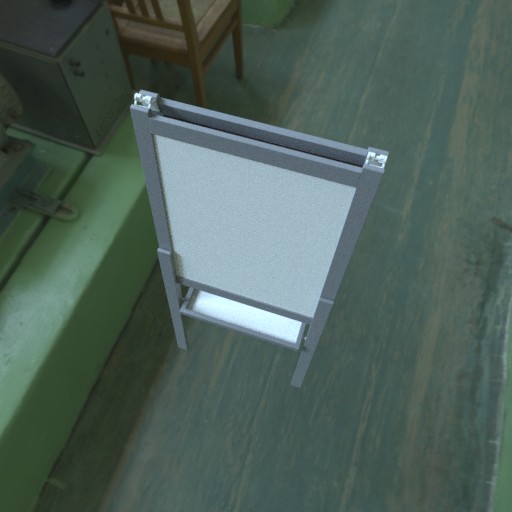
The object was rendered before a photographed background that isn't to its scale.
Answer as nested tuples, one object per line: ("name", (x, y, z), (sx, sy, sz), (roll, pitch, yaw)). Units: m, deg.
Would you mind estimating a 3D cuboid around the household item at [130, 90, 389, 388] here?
("household item", (0.000, 0.000, 1.406), (0.531, 1.172, 0.469), (16, 65, 8))
